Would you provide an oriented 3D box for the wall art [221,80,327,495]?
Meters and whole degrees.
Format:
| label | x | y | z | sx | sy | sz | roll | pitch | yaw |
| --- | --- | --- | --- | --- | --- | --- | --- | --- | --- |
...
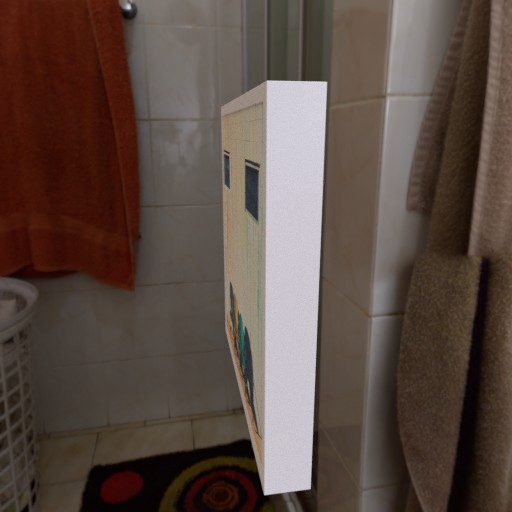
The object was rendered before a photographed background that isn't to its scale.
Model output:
| label | x | y | z | sx | sy | sz | roll | pitch | yaw |
| --- | --- | --- | --- | --- | --- | --- | --- | --- | --- |
| wall art | 0.000 | 0.000 | 0.455 | 0.038 | 0.305 | 0.305 | -3 | 16 | -9 |
